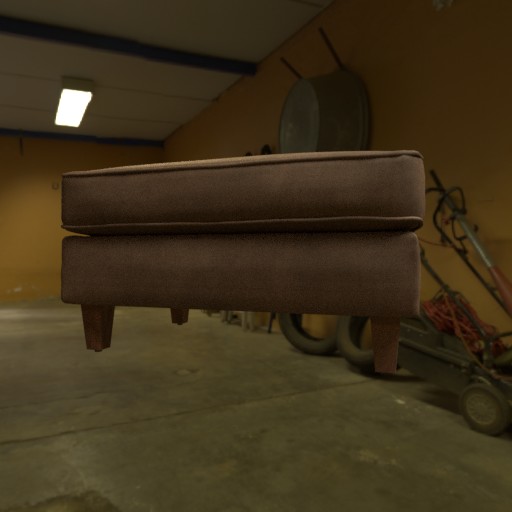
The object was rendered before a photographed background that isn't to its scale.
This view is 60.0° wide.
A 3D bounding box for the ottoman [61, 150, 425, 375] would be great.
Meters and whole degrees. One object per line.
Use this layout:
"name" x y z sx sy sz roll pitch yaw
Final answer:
"ottoman" 0.000 0.000 1.225 0.860 0.481 0.596 0 0 18
